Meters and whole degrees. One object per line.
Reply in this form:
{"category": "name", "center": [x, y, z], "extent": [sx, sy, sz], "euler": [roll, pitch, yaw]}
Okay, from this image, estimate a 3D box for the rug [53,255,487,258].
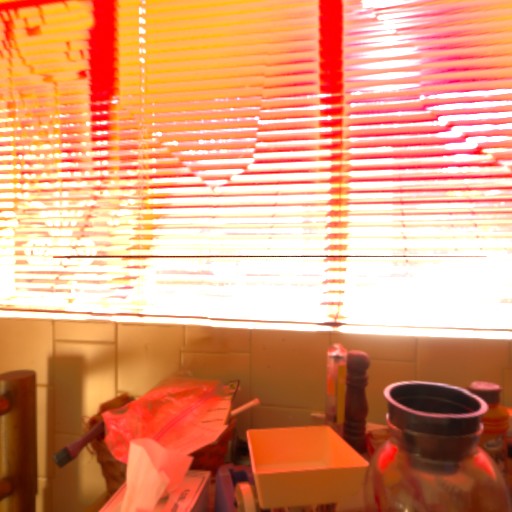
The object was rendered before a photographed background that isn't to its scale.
{"category": "rug", "center": [0.000, 0.000, 3.778], "extent": [2.940, 0.011, 2.053], "euler": [0, 0, -18]}
